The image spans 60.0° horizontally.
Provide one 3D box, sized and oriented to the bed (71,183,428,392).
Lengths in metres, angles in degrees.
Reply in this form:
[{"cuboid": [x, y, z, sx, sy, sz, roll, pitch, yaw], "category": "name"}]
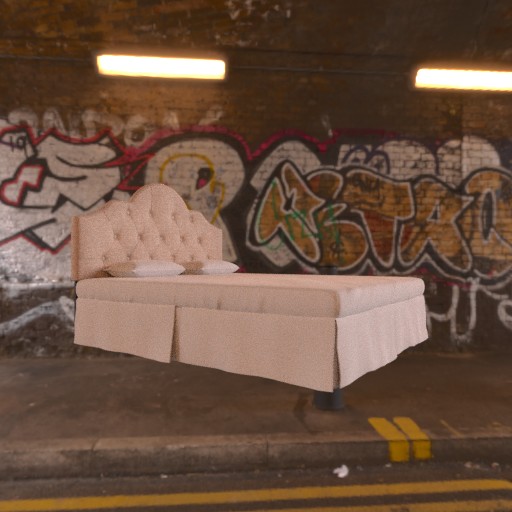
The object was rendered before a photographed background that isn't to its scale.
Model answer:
[{"cuboid": [0.000, 0.000, 3.095, 1.970, 1.194, 1.667, 0, -1, 34], "category": "bed"}]
